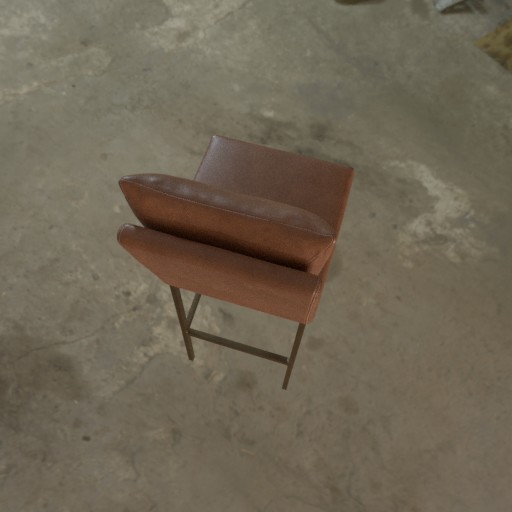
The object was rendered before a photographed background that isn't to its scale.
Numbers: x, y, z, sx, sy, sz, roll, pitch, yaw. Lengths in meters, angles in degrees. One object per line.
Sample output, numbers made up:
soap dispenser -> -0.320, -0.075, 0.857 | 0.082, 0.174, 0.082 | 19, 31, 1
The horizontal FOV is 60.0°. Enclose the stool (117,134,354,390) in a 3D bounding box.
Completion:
stool -> 0.000, 0.000, 1.420 | 0.463, 1.124, 0.571 | 15, 64, 8
